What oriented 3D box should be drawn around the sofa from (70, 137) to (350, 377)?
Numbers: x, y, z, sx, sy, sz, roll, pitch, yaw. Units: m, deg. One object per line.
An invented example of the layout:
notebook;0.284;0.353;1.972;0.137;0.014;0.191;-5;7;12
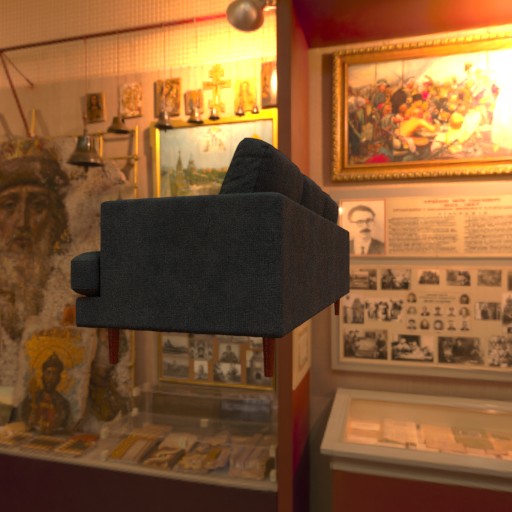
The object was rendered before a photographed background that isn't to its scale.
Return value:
sofa;0.000;0.000;2.719;0.903;0.930;2.246;0;0;18
